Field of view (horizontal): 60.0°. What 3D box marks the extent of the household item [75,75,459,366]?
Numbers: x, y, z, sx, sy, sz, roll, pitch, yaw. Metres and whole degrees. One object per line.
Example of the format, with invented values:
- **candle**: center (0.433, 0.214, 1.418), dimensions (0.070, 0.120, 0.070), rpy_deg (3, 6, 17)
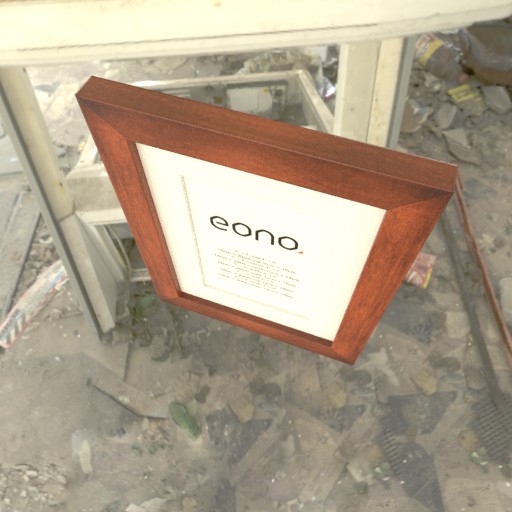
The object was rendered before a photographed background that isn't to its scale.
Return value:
- **household item**: center (0.000, 0.000, 0.331), dimensions (0.200, 0.250, 0.020), rpy_deg (17, 60, 10)
